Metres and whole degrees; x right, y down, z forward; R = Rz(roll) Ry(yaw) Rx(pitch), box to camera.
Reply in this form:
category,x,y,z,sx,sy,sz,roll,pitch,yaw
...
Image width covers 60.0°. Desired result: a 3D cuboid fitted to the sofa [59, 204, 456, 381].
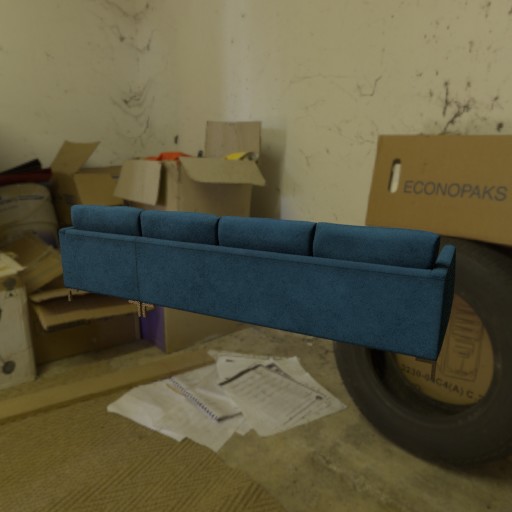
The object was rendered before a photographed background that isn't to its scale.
category,x,y,z,sx,sy,sz,roll,pitch,yaw
sofa,0.000,0.000,3.527,2.932,0.810,1.350,7,15,26
